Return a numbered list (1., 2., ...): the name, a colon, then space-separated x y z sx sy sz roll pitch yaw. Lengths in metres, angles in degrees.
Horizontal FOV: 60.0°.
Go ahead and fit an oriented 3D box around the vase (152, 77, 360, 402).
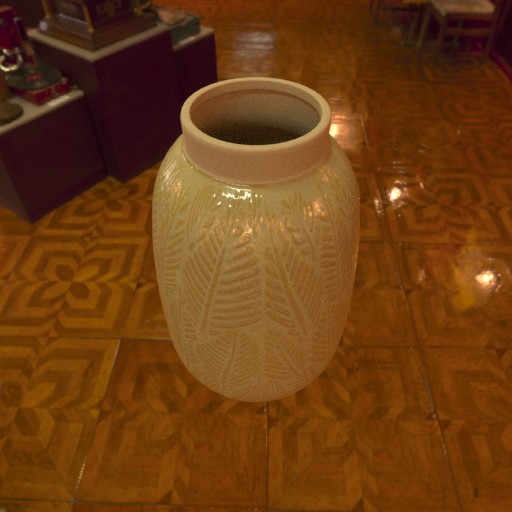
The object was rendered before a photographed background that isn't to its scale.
1. vase: 0.000 0.000 0.380 0.172 0.270 0.172 0 46 0
